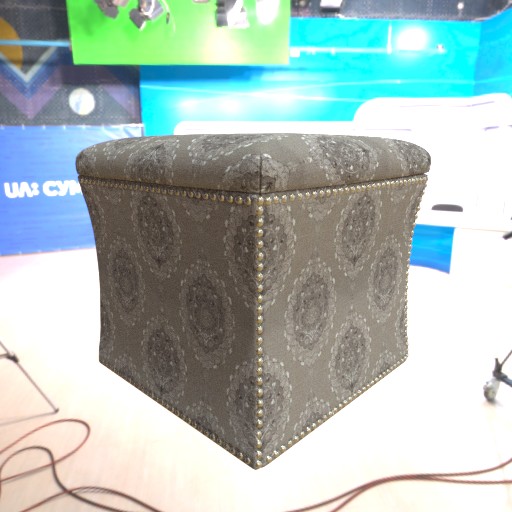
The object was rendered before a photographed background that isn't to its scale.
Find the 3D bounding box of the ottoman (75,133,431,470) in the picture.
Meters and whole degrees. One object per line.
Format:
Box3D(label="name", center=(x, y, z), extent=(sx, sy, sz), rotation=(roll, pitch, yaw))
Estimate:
Box3D(label="ottoman", center=(0.000, 0.000, 0.886), extent=(0.497, 0.473, 0.507), rotation=(13, 20, 42))
